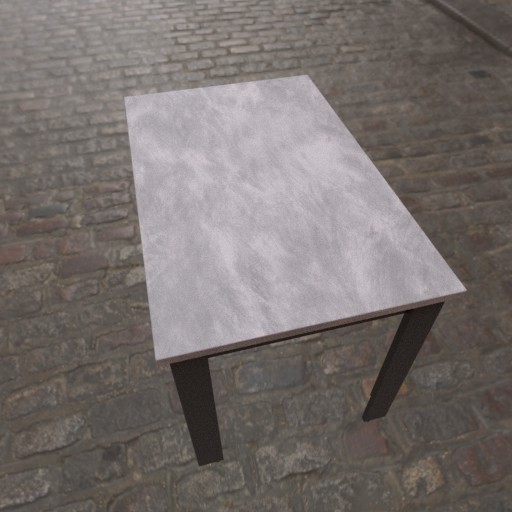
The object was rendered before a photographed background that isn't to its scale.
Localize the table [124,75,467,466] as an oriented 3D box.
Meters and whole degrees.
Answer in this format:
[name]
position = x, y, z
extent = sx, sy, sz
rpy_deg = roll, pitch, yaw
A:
[table]
position = 0.000, 0.000, 1.571
extent = 0.700, 0.734, 1.100
rpy_deg = -11, 48, -10
